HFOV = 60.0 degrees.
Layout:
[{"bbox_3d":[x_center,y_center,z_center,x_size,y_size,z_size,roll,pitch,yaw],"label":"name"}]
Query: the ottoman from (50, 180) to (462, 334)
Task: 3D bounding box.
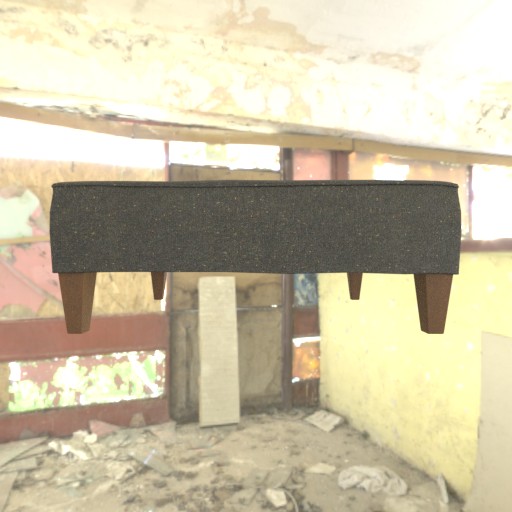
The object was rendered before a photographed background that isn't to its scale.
[{"bbox_3d":[0.000,0.000,1.528,0.968,0.382,1.004,0,0,0],"label":"ottoman"}]
